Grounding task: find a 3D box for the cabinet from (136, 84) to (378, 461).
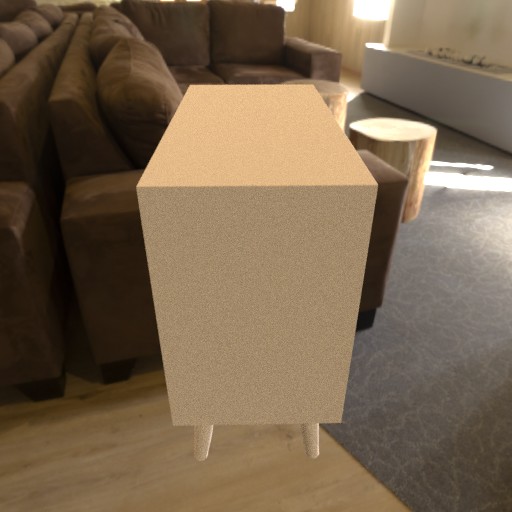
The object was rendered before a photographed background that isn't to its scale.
[{"bbox_3d":[0.000,0.000,1.244,0.398,0.761,0.800,-1,32,-1],"label":"cabinet"}]
